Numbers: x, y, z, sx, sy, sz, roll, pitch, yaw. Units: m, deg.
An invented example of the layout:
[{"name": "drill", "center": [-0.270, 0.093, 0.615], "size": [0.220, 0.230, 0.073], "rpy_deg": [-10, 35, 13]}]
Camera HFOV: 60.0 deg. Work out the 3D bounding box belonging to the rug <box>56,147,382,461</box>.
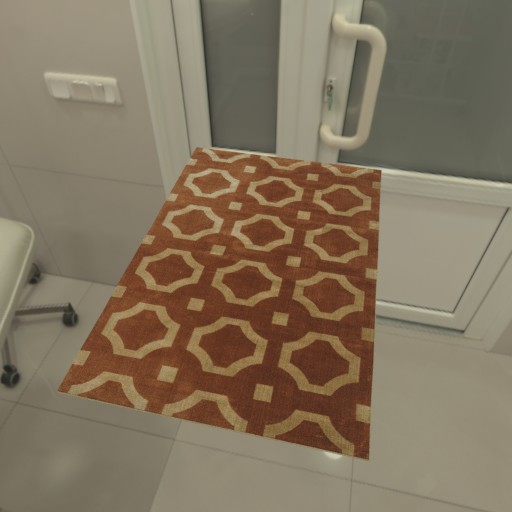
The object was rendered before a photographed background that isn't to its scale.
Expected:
[{"name": "rug", "center": [0.000, 0.000, 2.883], "size": [1.555, 0.016, 2.286], "rpy_deg": [9, 47, 9]}]
